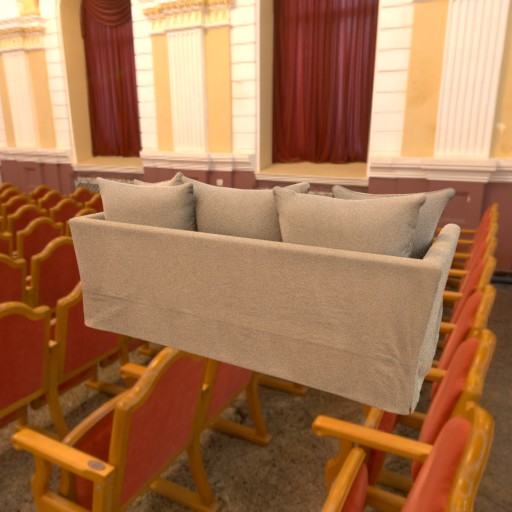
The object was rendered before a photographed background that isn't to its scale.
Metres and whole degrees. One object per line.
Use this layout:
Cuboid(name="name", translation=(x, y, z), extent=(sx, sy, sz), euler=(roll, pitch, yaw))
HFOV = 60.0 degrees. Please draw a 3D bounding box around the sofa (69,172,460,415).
Cuboid(name="sofa", translation=(0.000, 0.000, 2.844), extent=(2.290, 1.034, 1.031), euler=(8, 17, 27))
